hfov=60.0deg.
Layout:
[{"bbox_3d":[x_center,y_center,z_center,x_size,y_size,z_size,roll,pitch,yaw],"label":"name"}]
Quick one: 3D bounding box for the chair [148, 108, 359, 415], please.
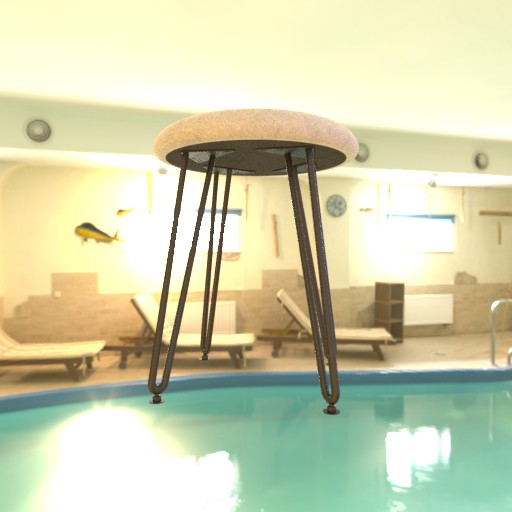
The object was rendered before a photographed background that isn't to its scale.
[{"bbox_3d":[0.000,0.000,0.684,0.350,0.386,0.350,-1,1,-35],"label":"chair"}]
